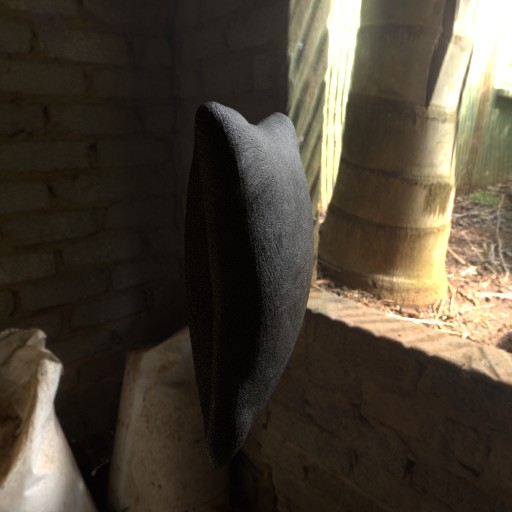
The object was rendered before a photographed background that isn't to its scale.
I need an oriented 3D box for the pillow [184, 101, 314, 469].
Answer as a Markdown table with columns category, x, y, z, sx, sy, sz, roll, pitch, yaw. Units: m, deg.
| category | x | y | z | sx | sy | sz | roll | pitch | yaw |
| --- | --- | --- | --- | --- | --- | --- | --- | --- | --- |
| pillow | 0.000 | 0.000 | 0.822 | 0.210 | 0.523 | 0.533 | 3 | 17 | 11 |
